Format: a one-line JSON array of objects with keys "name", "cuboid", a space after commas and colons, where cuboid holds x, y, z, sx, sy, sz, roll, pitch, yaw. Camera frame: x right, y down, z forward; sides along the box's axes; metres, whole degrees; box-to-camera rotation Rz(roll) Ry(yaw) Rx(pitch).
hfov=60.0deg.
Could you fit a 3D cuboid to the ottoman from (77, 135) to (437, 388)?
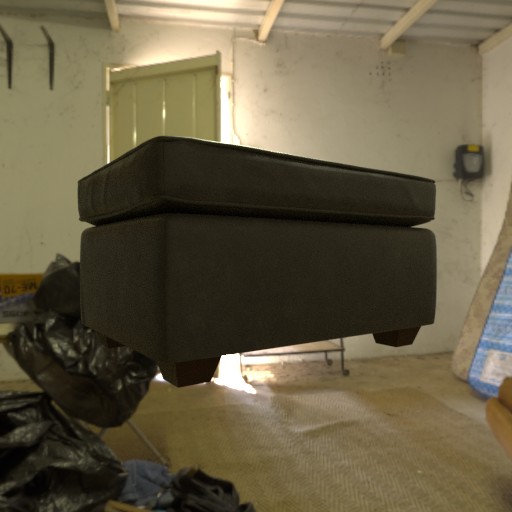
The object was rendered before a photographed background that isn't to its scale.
[{"name": "ottoman", "cuboid": [0.000, 0.000, 1.115, 0.756, 0.445, 0.554, 0, 0, -35]}]
